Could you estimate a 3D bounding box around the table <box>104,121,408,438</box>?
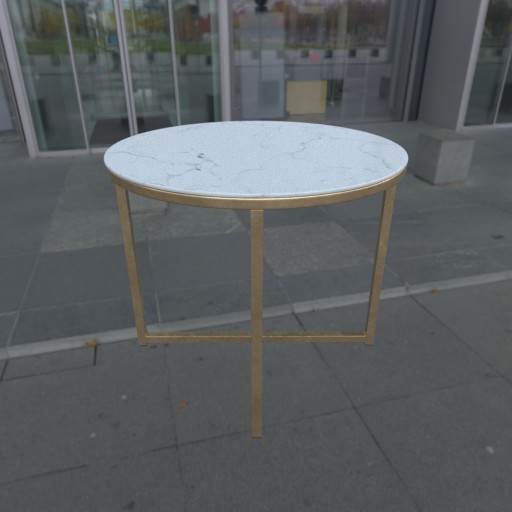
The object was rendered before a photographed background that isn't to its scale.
[{"bbox_3d":[0.000,0.000,0.855,0.500,0.420,0.500,0,27,0],"label":"table"}]
